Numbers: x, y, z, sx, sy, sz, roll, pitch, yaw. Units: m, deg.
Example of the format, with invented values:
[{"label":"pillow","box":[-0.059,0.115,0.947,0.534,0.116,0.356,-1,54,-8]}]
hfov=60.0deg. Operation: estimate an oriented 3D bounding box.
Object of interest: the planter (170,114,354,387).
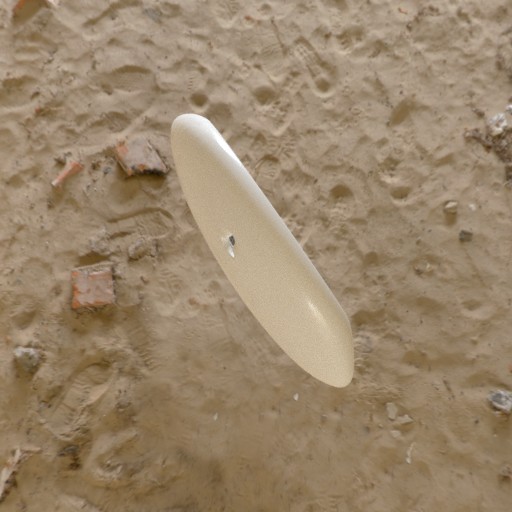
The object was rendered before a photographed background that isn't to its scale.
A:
[{"label":"planter","box":[0.000,0.000,0.275,0.043,0.188,0.185,-32,78,-8]}]
